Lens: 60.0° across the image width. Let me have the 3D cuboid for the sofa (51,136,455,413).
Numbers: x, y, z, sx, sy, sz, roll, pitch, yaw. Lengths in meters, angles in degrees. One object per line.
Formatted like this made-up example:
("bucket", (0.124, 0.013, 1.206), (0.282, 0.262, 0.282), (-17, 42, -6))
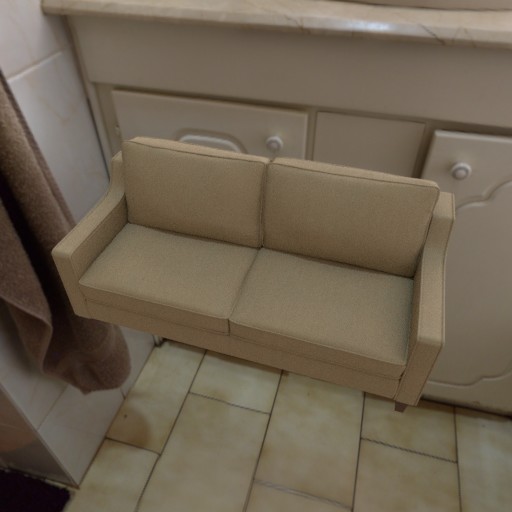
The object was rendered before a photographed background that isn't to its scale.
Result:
("sofa", (0.000, 0.000, 2.784), (2.178, 1.071, 1.066), (12, 43, 13))
